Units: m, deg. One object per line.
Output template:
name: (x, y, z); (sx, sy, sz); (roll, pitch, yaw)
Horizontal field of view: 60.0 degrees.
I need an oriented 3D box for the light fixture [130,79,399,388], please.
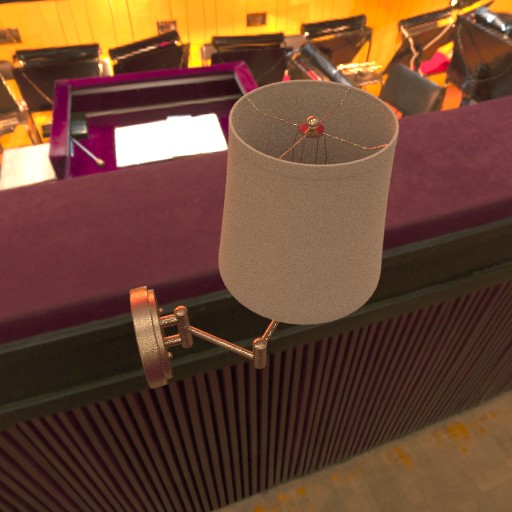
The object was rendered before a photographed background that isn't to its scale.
light fixture: (0.000, 0.000, 0.588); (0.348, 0.381, 0.223); (-13, 48, -12)
